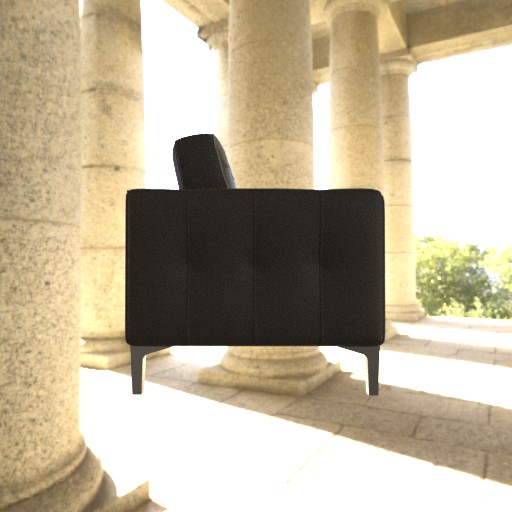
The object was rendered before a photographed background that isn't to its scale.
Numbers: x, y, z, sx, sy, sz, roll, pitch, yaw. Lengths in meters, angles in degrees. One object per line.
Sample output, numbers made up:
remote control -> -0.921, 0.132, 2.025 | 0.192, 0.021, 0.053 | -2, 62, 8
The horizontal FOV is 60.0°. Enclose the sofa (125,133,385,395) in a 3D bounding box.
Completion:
sofa -> 0.000, 0.000, 2.212 | 0.833, 0.892, 1.726 | 0, -1, 0
